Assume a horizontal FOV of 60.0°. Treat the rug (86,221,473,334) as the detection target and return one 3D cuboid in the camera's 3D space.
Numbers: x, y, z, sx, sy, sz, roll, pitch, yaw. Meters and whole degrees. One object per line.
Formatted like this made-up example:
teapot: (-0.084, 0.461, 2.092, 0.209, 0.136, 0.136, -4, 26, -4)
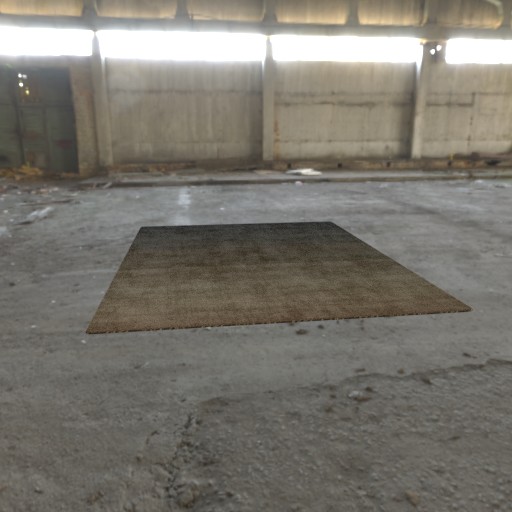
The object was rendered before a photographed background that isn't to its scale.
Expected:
rug: (0.000, 0.000, 3.946, 2.306, 0.017, 2.902, -2, 15, -8)
